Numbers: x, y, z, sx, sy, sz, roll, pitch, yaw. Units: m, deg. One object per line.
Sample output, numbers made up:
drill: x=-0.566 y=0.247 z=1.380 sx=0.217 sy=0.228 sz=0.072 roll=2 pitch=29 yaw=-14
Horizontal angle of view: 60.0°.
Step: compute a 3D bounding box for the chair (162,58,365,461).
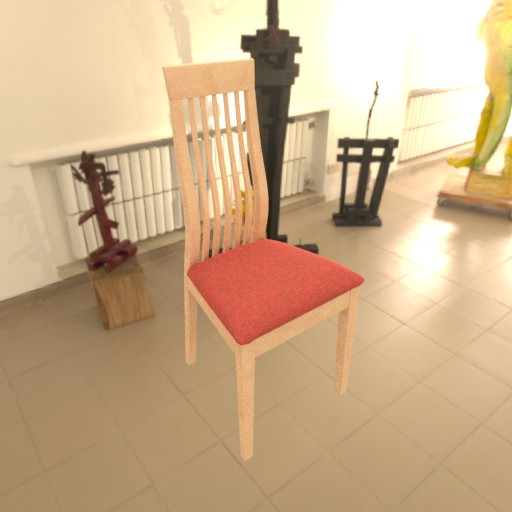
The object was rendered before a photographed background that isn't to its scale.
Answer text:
chair: x=0.000 y=0.000 z=1.315 sx=0.460 sy=1.027 sz=0.474 roll=-21 pitch=36 yaw=-32
